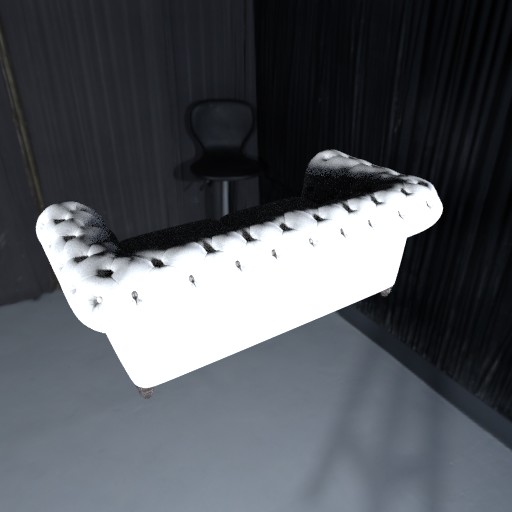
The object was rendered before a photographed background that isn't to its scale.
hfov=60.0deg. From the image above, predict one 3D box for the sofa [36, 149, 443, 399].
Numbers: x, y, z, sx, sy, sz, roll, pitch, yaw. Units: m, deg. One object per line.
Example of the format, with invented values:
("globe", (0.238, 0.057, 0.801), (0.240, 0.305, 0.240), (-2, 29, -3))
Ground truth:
("sofa", (0.000, 0.000, 2.432), (1.998, 0.764, 0.986), (-17, 34, -28))
